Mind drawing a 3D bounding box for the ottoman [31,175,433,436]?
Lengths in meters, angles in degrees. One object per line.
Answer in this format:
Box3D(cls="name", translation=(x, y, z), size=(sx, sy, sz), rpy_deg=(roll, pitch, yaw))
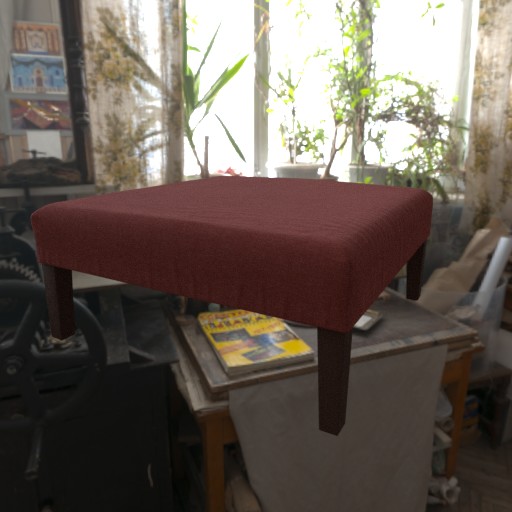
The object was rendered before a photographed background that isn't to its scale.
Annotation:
Box3D(cls="ottoman", translation=(0.000, 0.000, 1.386), size=(0.890, 0.411, 0.889), rpy_deg=(9, 19, 28))
